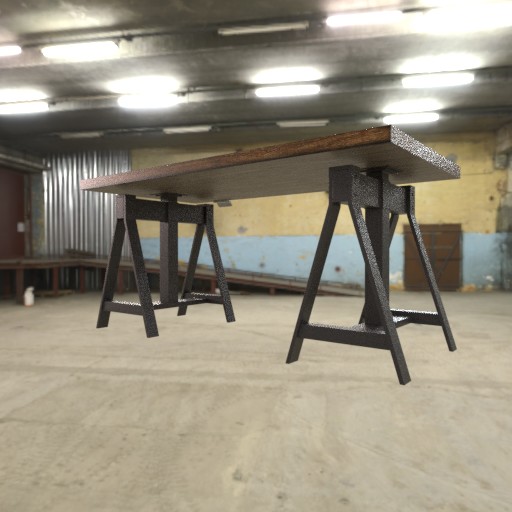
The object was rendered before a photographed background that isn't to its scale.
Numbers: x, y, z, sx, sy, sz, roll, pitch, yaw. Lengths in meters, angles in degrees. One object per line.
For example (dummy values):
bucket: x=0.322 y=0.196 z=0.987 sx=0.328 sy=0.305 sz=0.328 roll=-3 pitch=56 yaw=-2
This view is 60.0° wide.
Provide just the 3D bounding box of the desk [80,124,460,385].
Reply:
desk: x=0.000 y=0.000 z=1.975 sx=1.543 sy=0.725 sz=0.784 roll=0 pitch=1 yaw=38
